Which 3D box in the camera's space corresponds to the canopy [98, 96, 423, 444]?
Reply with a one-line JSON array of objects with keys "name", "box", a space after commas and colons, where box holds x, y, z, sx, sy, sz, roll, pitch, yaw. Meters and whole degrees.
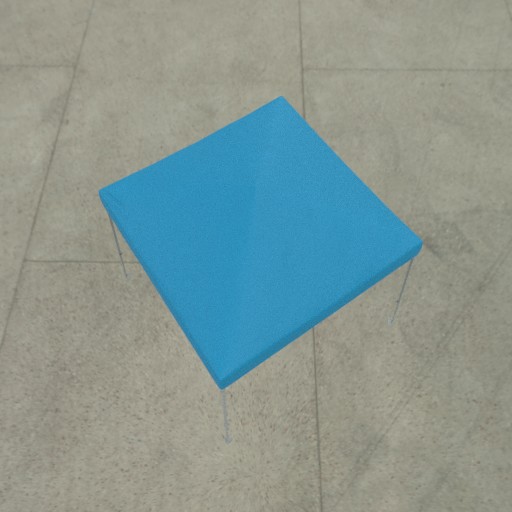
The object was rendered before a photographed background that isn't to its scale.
[{"name": "canopy", "box": [0.000, 0.000, 6.633, 3.599, 3.600, 3.600, -32, 68, -14]}]
